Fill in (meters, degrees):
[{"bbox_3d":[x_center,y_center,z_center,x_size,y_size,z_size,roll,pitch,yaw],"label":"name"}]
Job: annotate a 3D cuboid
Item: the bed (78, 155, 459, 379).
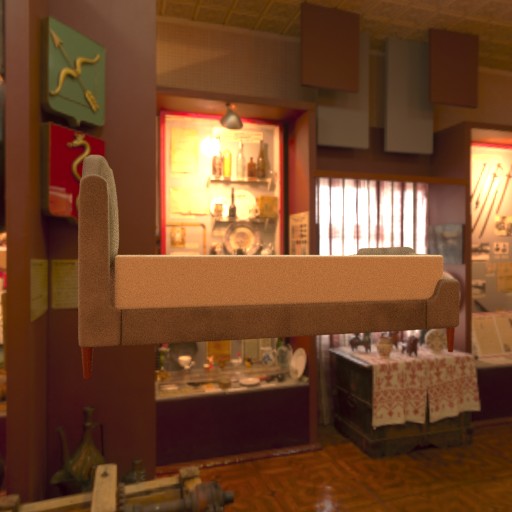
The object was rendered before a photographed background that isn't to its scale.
[{"bbox_3d":[0.000,0.000,3.352,2.340,1.245,1.676,0,0,-16],"label":"bed"}]
